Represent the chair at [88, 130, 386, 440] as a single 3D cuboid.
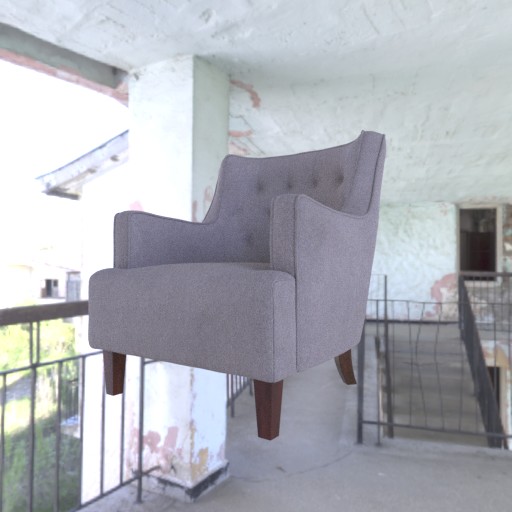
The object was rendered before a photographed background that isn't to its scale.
[{"bbox_3d":[0.000,0.000,1.603,0.781,0.919,0.910,0,-1,36],"label":"chair"}]
